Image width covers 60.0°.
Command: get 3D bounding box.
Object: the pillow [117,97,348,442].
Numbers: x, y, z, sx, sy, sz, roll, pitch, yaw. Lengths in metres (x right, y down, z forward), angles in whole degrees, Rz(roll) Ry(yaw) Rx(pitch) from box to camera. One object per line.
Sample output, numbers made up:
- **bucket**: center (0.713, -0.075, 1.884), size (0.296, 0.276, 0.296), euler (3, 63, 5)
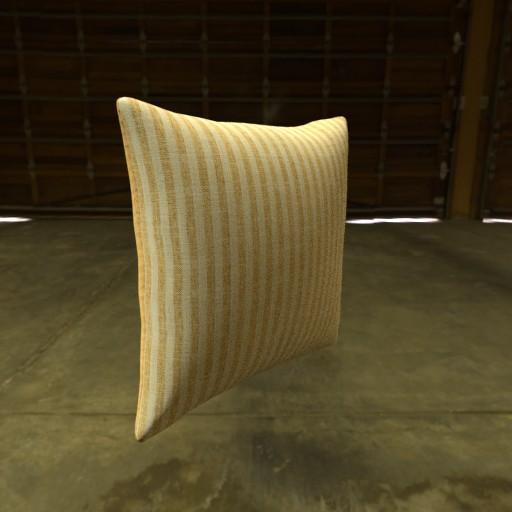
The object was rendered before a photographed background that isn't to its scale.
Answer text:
- **pillow**: center (0.000, 0.000, 0.644), size (0.173, 0.407, 0.419), euler (13, 18, 43)
